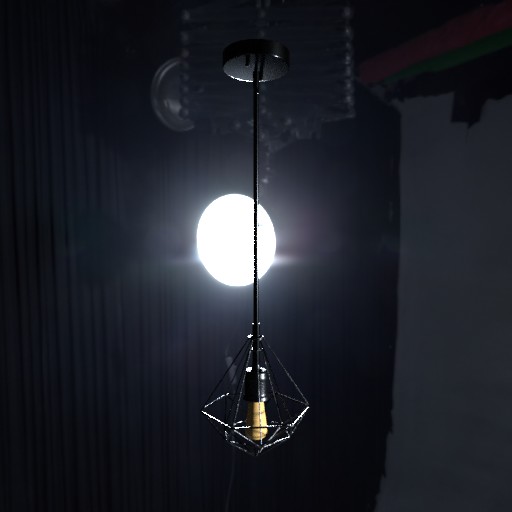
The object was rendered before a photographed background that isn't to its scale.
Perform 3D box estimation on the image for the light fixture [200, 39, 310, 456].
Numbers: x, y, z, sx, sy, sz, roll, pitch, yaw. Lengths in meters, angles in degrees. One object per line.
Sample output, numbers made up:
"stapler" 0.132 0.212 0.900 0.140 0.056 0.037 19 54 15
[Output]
"light fixture" 0.000 0.000 1.950 0.431 1.764 0.487 0 0 -37
